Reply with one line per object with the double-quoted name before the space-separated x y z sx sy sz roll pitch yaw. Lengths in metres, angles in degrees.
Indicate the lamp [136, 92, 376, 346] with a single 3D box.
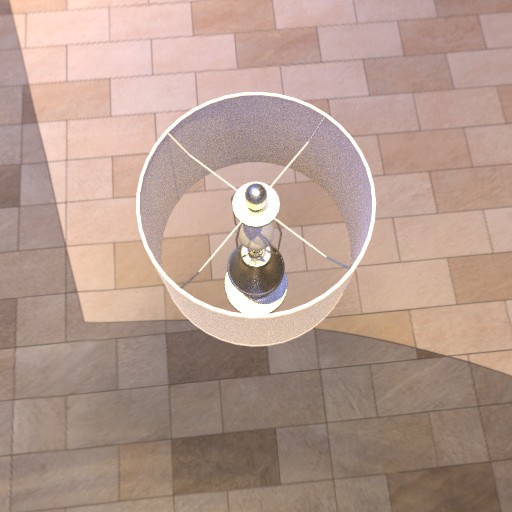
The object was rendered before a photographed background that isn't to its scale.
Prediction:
"lamp" 0.000 0.000 0.944 0.383 0.733 0.383 0 76 0
